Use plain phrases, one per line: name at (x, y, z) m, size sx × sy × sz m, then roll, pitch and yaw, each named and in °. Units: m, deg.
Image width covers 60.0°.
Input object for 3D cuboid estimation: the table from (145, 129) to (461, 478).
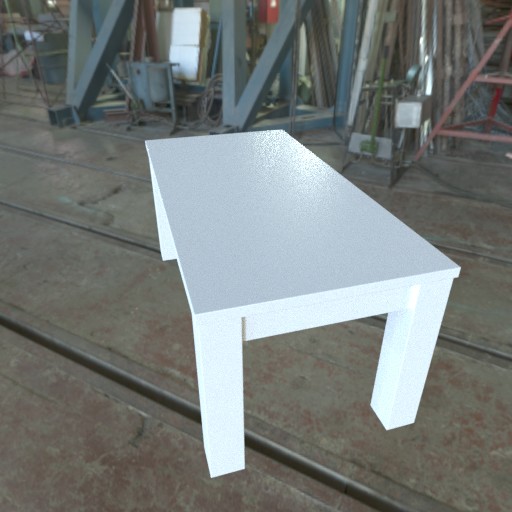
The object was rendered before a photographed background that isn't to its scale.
table at (0.000, 0.000, 2.316) m, size 0.900 × 0.790 × 1.800 m, roll -9°, pitch 32°, yaw -14°
